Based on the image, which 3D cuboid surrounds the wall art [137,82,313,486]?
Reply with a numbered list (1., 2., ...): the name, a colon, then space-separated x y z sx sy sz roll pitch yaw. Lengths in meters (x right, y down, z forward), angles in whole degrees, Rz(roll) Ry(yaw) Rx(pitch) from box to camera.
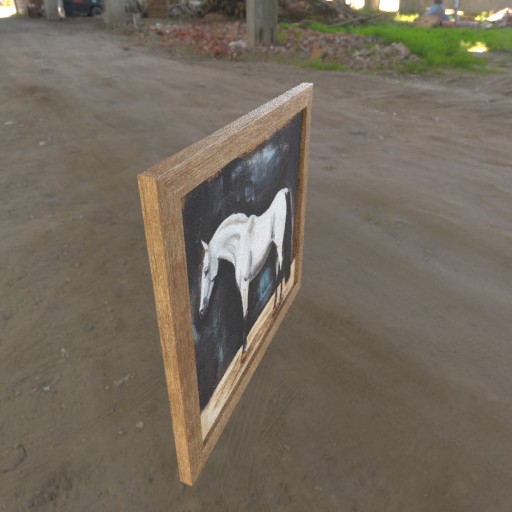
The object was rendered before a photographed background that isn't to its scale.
1. wall art: 0.000 0.000 0.937 0.026 0.588 0.690 11 32 18
